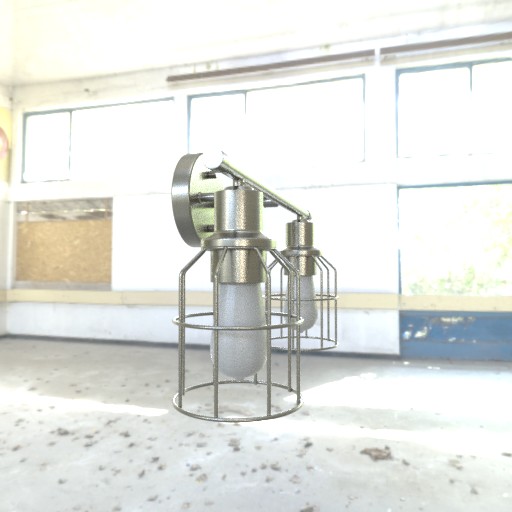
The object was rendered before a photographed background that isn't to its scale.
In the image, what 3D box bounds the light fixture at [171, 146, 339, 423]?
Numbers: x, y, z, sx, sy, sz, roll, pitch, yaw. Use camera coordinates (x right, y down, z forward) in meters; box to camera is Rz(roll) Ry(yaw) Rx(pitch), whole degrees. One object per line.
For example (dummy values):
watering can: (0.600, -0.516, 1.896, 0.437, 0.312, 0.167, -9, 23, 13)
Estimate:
light fixture: (0.000, 0.000, 0.528, 0.165, 0.254, 0.406, 0, -1, 16)
